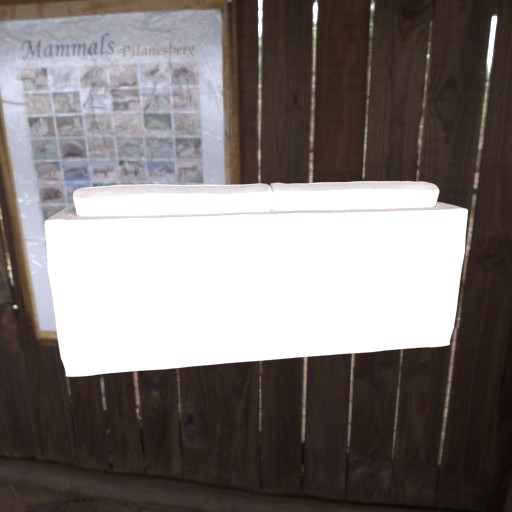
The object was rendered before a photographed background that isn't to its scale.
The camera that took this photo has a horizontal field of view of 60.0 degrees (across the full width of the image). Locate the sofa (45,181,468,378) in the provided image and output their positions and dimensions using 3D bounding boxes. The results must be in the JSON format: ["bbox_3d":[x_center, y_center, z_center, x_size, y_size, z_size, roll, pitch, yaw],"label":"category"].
[{"bbox_3d":[0.000,0.000,2.504,1.987,0.870,0.940,-2,15,-10],"label":"sofa"}]
